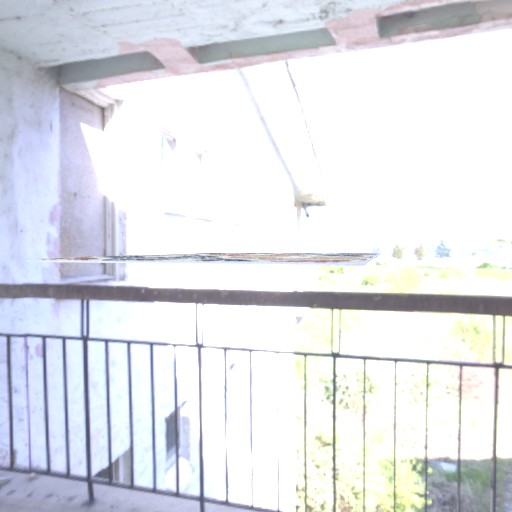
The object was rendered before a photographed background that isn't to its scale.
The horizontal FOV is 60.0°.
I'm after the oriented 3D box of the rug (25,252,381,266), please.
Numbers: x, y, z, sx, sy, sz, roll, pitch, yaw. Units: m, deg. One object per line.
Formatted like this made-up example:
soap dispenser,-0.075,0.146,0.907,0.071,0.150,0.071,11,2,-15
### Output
rug,0.000,0.000,2.882,1.514,0.014,2.275,0,1,17
